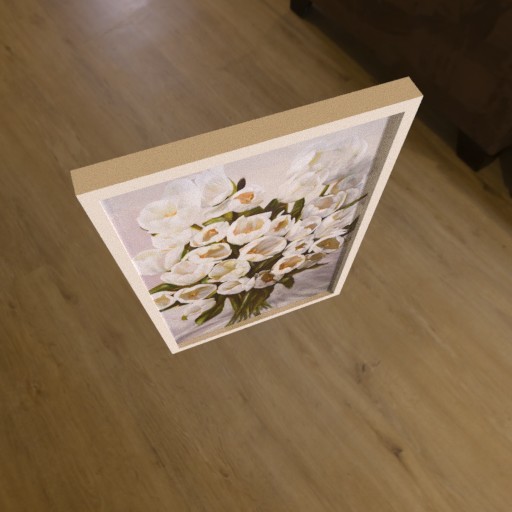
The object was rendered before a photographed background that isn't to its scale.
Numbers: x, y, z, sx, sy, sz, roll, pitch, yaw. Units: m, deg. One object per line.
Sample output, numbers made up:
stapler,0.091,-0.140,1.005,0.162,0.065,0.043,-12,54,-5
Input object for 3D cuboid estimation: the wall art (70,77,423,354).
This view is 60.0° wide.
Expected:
wall art,0.000,0.000,0.837,0.450,0.657,0.038,-18,64,-9
